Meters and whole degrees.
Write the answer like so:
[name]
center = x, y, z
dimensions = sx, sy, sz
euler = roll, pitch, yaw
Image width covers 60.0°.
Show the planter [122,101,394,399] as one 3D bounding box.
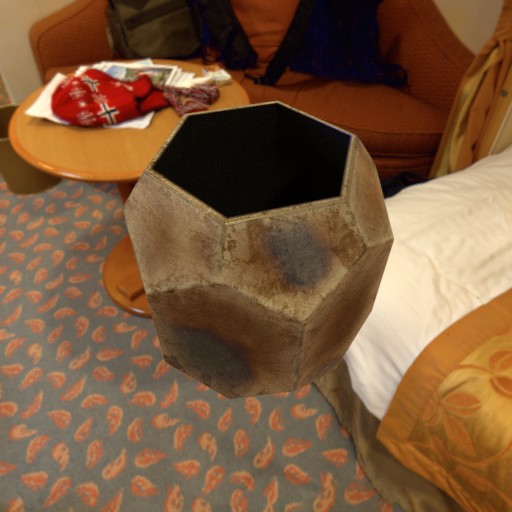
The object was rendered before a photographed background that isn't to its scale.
[planter]
center = 0.000, 0.000, 0.435
dimensions = 0.243, 0.238, 0.221
euler = 10, 47, 9
